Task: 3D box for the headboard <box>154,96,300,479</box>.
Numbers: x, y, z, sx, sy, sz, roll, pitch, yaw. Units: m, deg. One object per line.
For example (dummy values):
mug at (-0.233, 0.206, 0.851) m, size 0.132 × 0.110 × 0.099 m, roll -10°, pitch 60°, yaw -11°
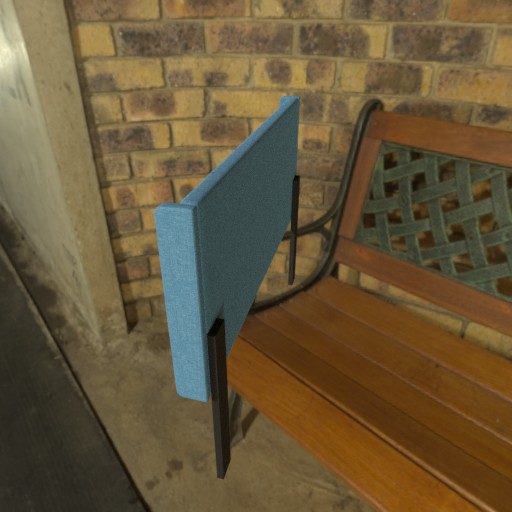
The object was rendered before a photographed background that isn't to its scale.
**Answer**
headboard at (0.000, 0.000, 2.729) m, size 0.184 × 1.524 × 2.051 m, roll 8°, pitch 31°, yaw 13°
